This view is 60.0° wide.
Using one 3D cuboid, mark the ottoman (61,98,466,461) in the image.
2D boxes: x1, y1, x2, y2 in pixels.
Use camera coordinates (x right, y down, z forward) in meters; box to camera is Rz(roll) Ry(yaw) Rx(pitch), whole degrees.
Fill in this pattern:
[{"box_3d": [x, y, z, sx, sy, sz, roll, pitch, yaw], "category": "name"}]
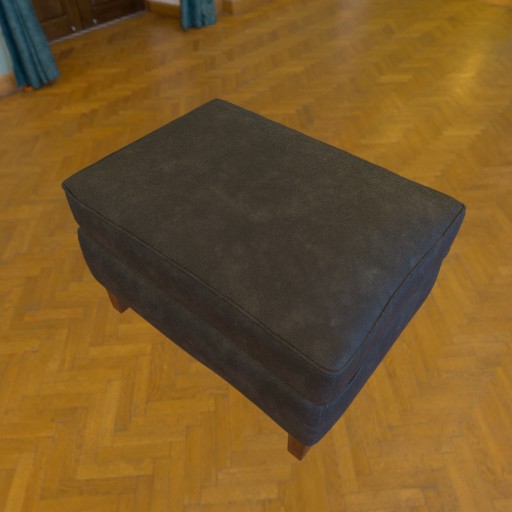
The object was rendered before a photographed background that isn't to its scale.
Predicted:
[{"box_3d": [0.000, 0.000, 0.965, 0.665, 0.413, 0.501, 31, 54, 26], "category": "ottoman"}]
